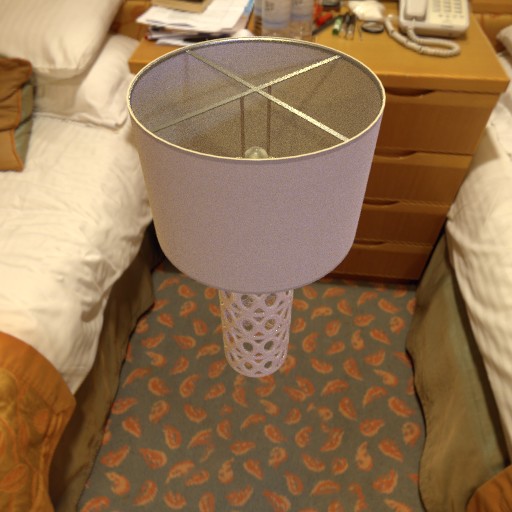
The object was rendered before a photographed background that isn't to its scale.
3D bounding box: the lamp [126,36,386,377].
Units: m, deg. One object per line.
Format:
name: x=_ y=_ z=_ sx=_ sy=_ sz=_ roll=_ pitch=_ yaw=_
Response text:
lamp: x=0.000 y=0.000 z=0.799 sx=0.325 sy=0.636 sz=0.324 roll=-32 pitch=54 yaw=-26
